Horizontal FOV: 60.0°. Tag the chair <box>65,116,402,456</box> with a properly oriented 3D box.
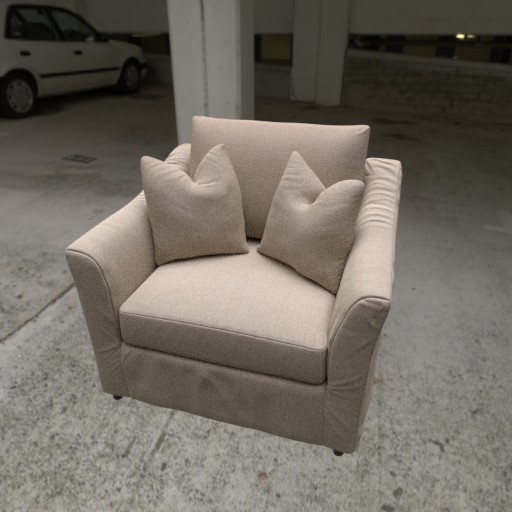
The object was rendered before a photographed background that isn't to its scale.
[{"bbox_3d":[0.000,0.000,2.024,1.194,1.093,1.071,8,29,15],"label":"chair"}]
